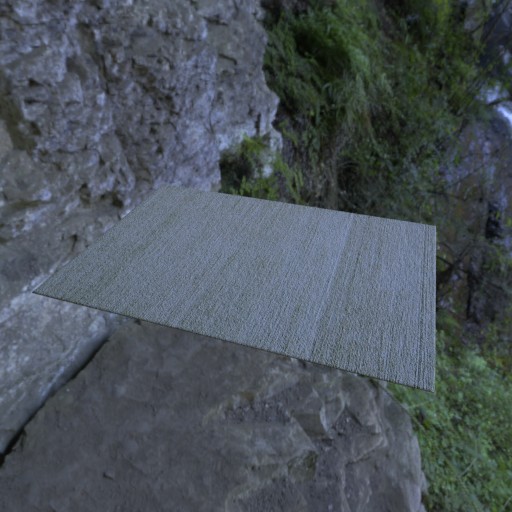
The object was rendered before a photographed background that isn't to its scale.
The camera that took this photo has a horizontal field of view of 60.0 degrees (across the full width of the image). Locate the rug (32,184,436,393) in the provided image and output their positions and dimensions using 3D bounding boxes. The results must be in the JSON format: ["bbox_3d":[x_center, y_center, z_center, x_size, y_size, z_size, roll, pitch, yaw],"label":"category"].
[{"bbox_3d":[0.000,0.000,5.125,3.935,0.025,2.782,11,35,16],"label":"rug"}]
